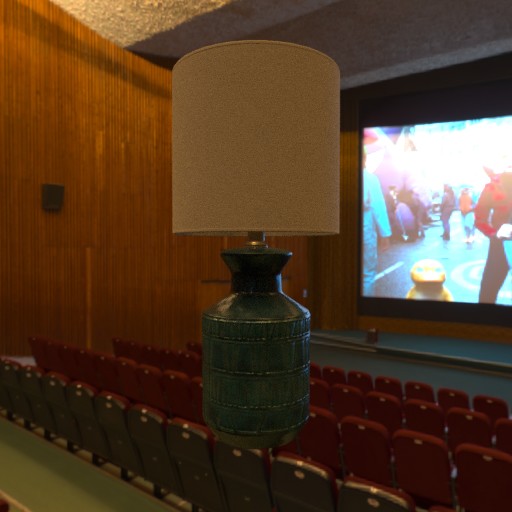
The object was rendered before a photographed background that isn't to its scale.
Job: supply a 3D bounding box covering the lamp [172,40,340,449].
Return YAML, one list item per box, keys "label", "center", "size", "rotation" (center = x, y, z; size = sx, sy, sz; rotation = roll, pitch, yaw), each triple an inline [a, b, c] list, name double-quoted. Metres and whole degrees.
- label: "lamp"
  center: [0.000, 0.000, 0.572]
  size: [0.211, 0.455, 0.211]
  rotation: [1, 1, 36]
